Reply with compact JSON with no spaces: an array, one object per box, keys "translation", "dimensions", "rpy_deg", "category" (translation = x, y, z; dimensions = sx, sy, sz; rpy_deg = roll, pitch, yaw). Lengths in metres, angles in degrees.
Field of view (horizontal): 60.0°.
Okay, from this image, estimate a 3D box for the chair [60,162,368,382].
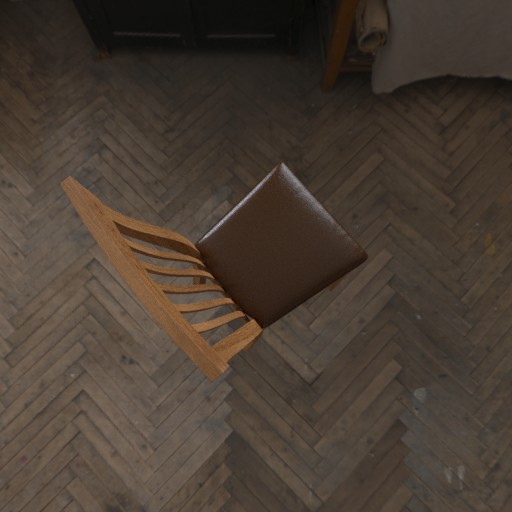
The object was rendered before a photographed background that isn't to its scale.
[{"translation":[0.000,0.000,1.313],"dimensions":[0.580,1.050,0.450],"rpy_deg":[-38,78,-9],"category":"chair"}]
